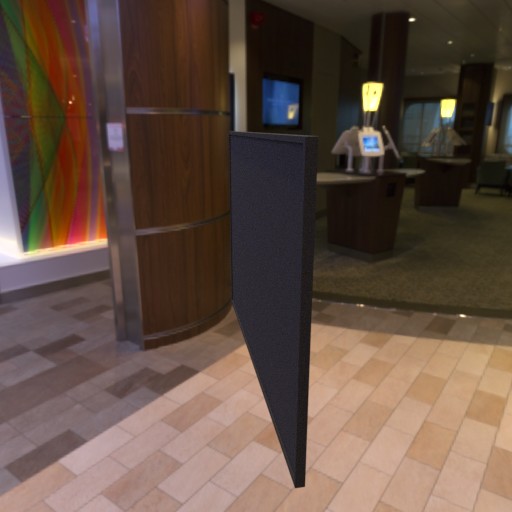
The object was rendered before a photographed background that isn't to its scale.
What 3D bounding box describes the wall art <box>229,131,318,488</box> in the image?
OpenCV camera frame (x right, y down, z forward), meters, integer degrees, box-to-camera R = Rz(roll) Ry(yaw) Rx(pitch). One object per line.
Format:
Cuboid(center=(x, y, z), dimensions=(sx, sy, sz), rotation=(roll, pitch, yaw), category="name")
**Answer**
Cuboid(center=(0.000, 0.000, 1.501), dimensions=(0.028, 0.805, 1.190), rotation=(-3, 16, -10), category="wall art")
